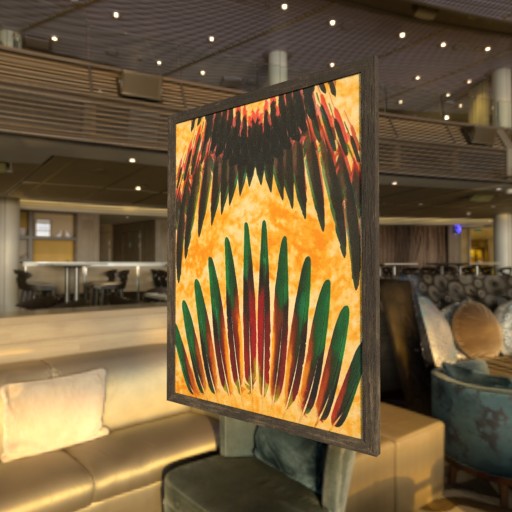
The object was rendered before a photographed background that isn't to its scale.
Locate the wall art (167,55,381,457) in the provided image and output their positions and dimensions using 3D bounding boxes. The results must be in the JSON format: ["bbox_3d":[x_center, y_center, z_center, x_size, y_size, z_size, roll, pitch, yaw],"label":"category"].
[{"bbox_3d":[0.000,0.000,1.428,0.812,1.066,0.029,-1,-1,37],"label":"wall art"}]
